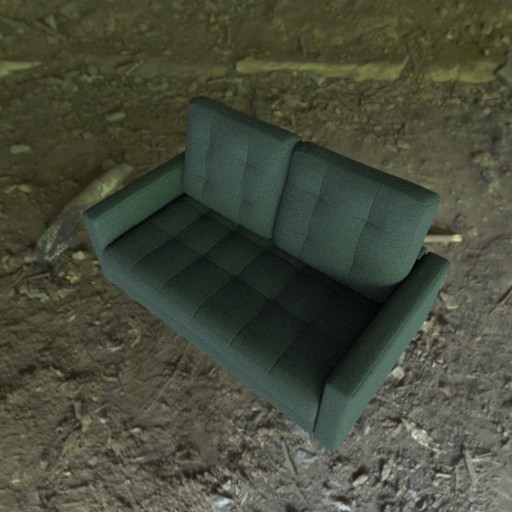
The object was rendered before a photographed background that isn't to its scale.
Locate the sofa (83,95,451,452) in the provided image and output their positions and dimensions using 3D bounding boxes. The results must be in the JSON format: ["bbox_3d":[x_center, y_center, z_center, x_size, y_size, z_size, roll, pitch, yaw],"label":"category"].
[{"bbox_3d":[0.000,0.000,1.963,1.407,0.907,0.842,31,53,26],"label":"sofa"}]
